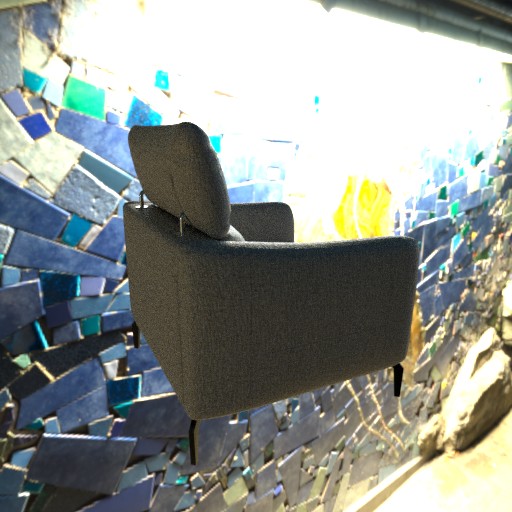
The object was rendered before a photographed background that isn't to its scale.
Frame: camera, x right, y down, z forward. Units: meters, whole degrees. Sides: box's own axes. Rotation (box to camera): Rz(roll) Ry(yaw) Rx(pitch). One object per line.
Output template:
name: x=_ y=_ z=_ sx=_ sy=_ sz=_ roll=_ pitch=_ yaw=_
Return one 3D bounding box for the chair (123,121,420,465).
chair: x=0.000 y=0.000 z=1.699 sx=0.835 sy=0.967 sz=0.972 roll=-8 pitch=17 yaw=-25
